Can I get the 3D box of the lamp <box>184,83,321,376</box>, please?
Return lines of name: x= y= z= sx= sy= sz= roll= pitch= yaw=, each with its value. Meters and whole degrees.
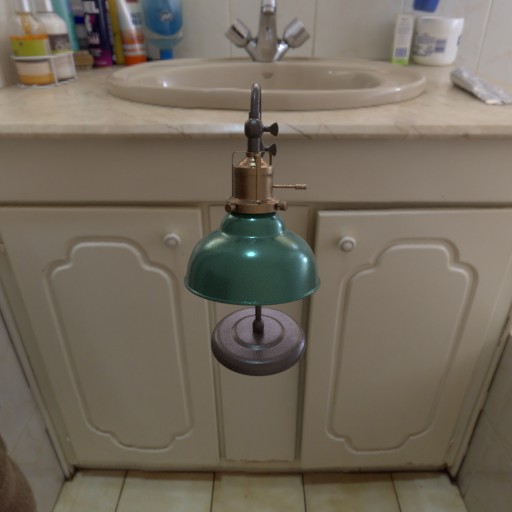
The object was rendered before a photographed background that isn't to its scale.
lamp: x=0.000 y=0.000 z=0.692 sx=0.192 sy=0.508 sz=0.374 roll=1 pitch=30 yaw=2
